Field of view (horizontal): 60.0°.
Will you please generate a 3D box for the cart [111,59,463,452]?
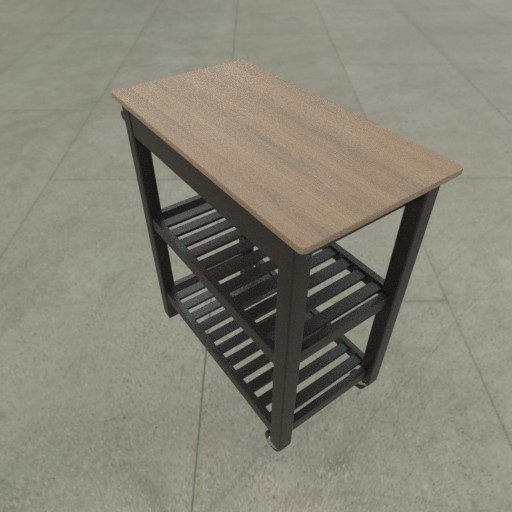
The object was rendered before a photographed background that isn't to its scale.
[{"bbox_3d":[0.000,0.000,1.427,0.457,0.927,0.899,-26,48,-26],"label":"cart"}]
